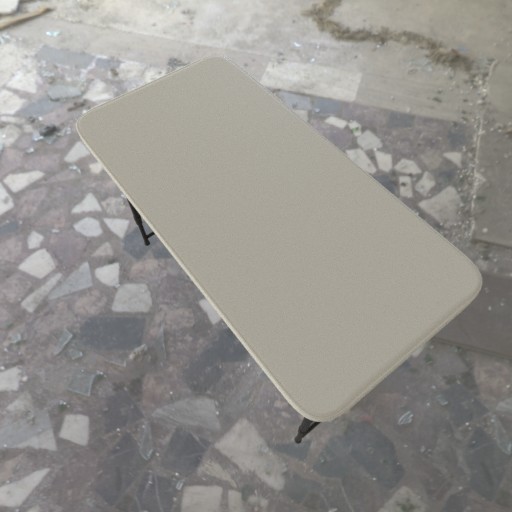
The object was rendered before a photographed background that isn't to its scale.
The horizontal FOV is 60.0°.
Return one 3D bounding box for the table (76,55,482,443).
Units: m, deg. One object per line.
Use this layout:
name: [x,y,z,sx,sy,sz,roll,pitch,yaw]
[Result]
table: [0.000,0.000,1.600,0.610,0.737,1.219,-33,64,-19]
